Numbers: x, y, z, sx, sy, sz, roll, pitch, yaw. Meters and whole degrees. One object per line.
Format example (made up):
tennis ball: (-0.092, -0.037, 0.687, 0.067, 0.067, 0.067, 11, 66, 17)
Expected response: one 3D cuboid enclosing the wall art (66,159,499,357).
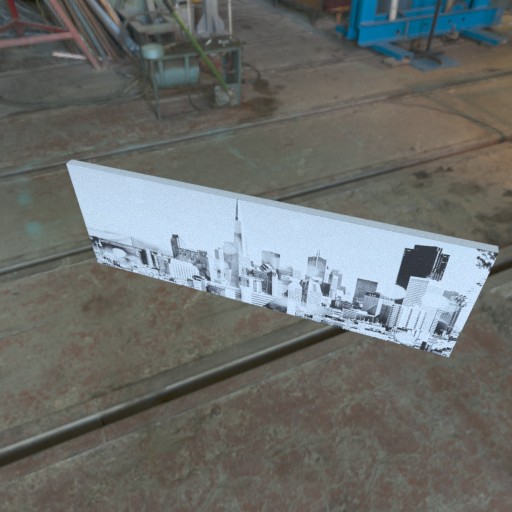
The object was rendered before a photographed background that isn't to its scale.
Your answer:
wall art: (0.000, 0.000, 1.669, 1.520, 0.507, 0.039, 14, 43, 15)
